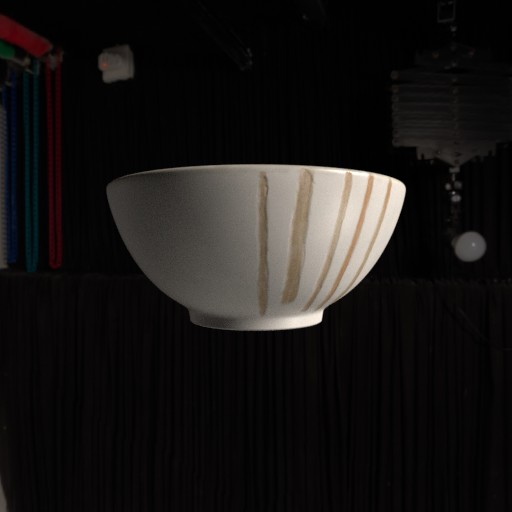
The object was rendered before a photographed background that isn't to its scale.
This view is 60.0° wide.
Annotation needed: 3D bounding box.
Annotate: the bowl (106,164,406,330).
[{"bbox_3d":[0.000,0.000,0.419,0.268,0.121,0.268,0,1,0],"label":"bowl"}]
